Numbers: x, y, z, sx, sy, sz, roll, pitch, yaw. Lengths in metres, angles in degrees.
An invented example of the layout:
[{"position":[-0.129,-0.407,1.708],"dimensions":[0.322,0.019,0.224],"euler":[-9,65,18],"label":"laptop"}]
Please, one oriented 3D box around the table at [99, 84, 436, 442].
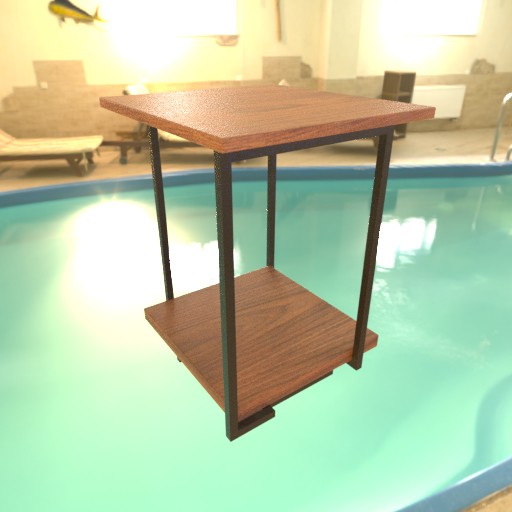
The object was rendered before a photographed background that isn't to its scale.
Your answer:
[{"position":[0.000,0.000,0.855],"dimensions":[0.384,0.567,0.411],"euler":[-18,32,-31],"label":"table"}]
